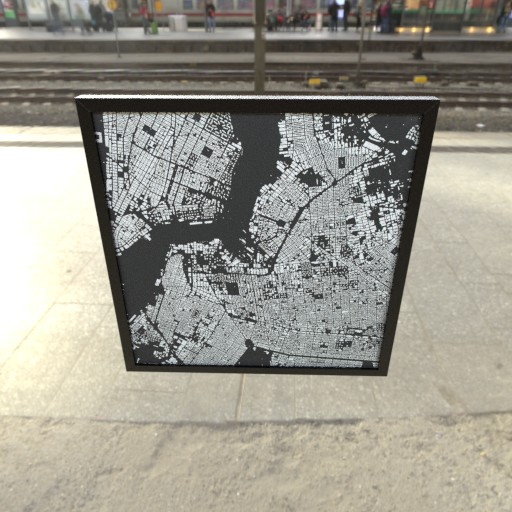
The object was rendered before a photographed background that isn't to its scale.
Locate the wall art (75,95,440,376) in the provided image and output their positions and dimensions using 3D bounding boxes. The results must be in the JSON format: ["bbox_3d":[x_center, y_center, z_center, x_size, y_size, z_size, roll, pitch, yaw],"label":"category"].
[{"bbox_3d":[0.000,0.000,1.113,0.755,0.761,0.038,1,29,1],"label":"wall art"}]
